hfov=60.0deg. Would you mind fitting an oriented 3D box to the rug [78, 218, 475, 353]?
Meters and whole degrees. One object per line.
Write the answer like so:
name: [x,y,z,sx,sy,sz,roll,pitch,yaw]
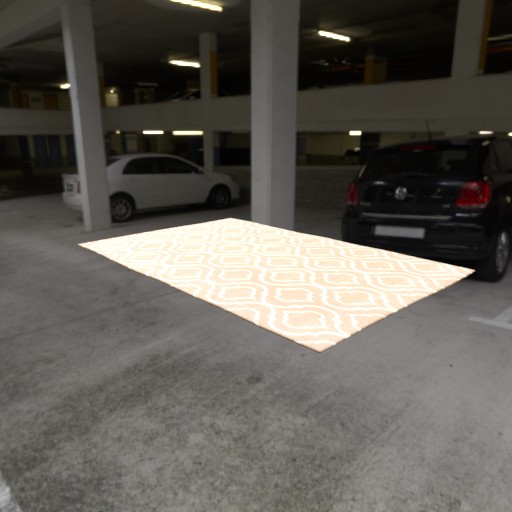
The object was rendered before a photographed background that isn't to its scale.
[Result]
rug: [0.000,0.000,2.279,1.152,0.013,1.761,-15,21,-41]
